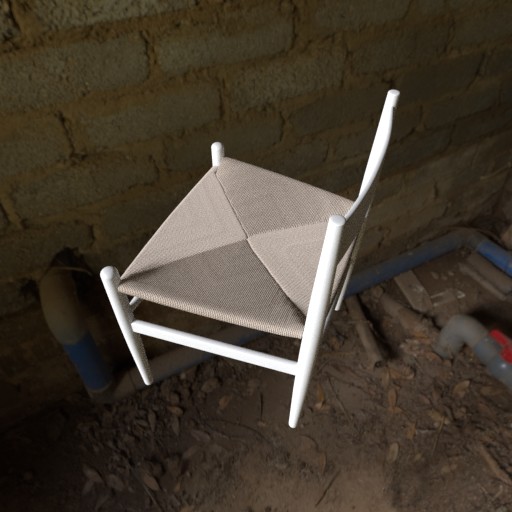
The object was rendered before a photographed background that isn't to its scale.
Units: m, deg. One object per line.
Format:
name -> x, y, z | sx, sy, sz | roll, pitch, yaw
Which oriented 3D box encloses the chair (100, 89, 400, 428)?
chair -> 0.000, 0.000, 1.120 | 0.495, 0.762, 0.556 | 17, 49, 15
